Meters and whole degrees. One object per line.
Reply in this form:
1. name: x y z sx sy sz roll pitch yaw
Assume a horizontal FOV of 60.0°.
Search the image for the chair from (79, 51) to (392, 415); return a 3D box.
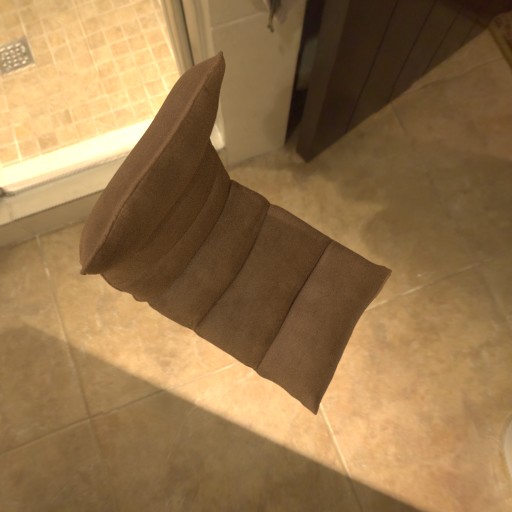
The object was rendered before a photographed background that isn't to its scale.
1. chair: 0.000 0.000 1.545 0.985 0.892 0.714 31 78 7
